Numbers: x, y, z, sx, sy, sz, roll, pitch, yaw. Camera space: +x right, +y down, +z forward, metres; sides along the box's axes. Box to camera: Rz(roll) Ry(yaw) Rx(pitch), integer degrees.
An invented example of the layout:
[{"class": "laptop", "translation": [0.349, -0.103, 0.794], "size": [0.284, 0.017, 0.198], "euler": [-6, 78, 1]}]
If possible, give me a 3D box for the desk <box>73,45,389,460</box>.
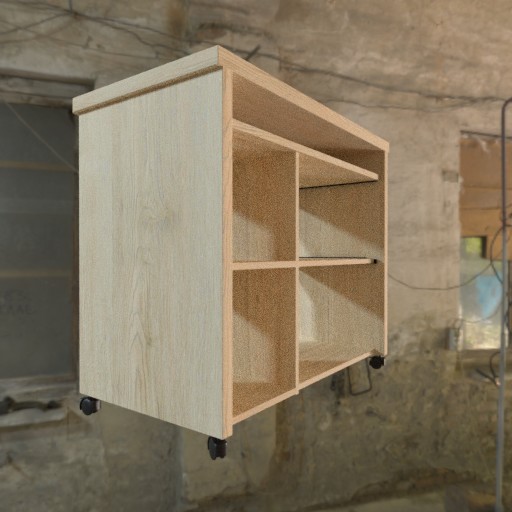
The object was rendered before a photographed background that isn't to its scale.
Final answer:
[{"class": "desk", "translation": [0.000, 0.000, 1.301], "size": [0.480, 0.770, 0.885], "euler": [0, 0, 36]}]
